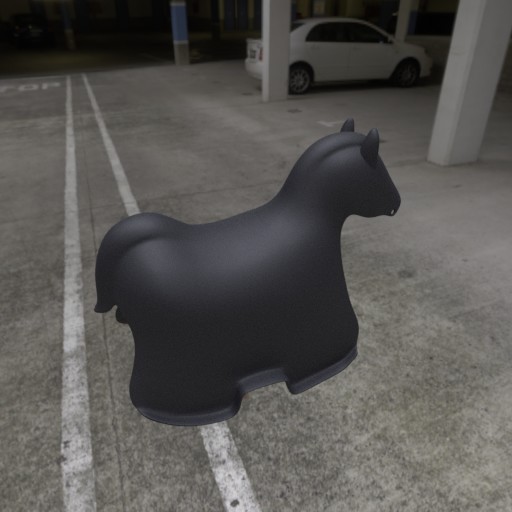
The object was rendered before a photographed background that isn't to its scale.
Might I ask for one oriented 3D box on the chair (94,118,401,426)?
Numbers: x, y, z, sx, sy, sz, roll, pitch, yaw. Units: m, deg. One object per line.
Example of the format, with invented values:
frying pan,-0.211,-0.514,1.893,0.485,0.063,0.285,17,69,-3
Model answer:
chair,0.000,0.000,1.113,0.800,0.612,0.429,-11,33,-18
